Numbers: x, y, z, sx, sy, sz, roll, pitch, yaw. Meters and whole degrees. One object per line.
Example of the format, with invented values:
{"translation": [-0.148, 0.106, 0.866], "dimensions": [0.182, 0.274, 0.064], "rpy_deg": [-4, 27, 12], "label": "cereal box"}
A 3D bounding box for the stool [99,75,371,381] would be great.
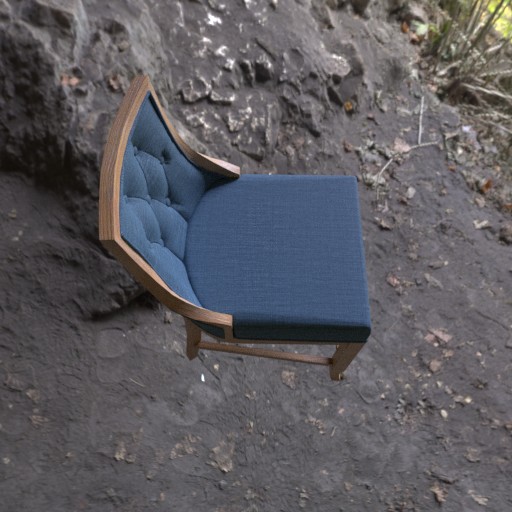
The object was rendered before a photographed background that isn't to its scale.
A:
{"translation": [0.000, 0.000, 1.326], "dimensions": [0.626, 0.938, 0.524], "rpy_deg": [1, 62, 1], "label": "stool"}
